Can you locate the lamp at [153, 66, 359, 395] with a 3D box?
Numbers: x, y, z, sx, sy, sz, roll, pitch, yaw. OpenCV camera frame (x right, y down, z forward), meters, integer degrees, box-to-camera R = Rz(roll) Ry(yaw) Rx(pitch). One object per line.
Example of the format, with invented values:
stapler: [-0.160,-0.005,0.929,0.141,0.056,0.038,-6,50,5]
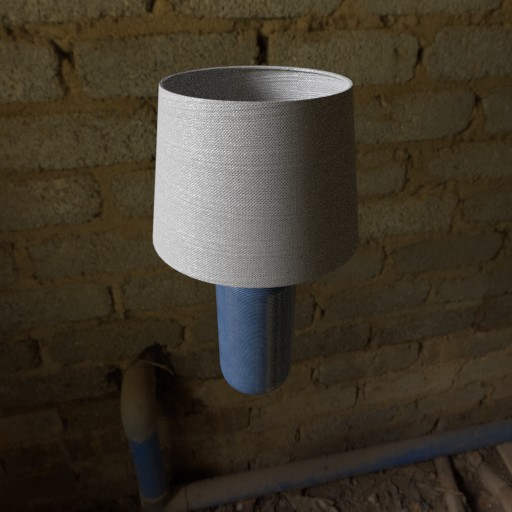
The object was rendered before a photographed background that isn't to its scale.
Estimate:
lamp: [0.000,0.000,0.574,0.253,0.428,0.253,0,31,0]
